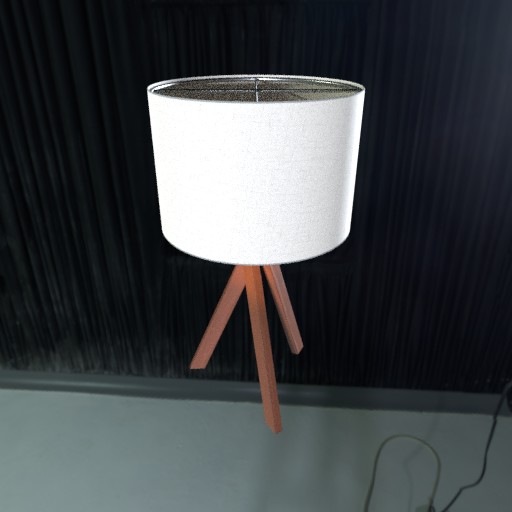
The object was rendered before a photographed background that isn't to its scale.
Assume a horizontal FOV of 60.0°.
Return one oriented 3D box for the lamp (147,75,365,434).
[{"bbox_3d":[0.000,0.000,0.949,0.380,0.686,0.380,0,28,0],"label":"lamp"}]
